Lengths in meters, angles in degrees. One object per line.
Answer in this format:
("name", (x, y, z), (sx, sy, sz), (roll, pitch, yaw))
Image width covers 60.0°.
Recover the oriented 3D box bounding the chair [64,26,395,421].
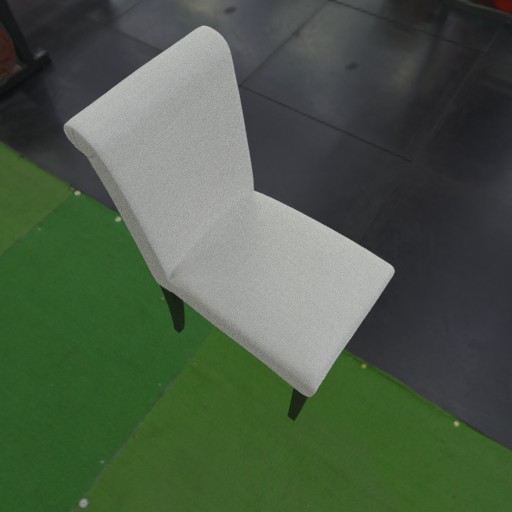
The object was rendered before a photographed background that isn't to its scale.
("chair", (0.000, 0.000, 1.310), (0.708, 0.976, 0.452), (32, 64, 18))
